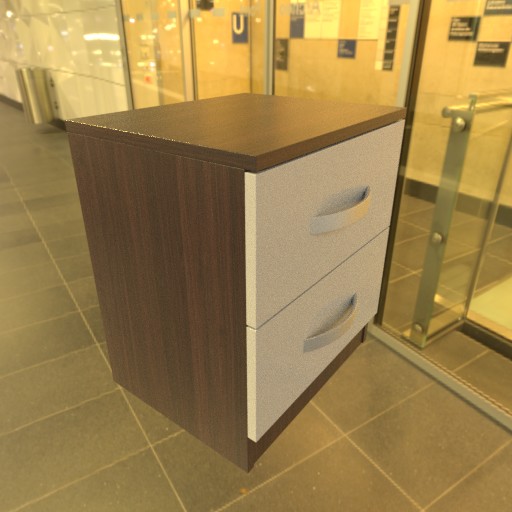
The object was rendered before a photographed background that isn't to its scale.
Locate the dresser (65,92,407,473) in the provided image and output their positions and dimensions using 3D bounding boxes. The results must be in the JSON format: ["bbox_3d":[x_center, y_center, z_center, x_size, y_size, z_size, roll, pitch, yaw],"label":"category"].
[{"bbox_3d":[0.000,0.000,0.762,0.360,0.470,0.400,19,32,33],"label":"dresser"}]
